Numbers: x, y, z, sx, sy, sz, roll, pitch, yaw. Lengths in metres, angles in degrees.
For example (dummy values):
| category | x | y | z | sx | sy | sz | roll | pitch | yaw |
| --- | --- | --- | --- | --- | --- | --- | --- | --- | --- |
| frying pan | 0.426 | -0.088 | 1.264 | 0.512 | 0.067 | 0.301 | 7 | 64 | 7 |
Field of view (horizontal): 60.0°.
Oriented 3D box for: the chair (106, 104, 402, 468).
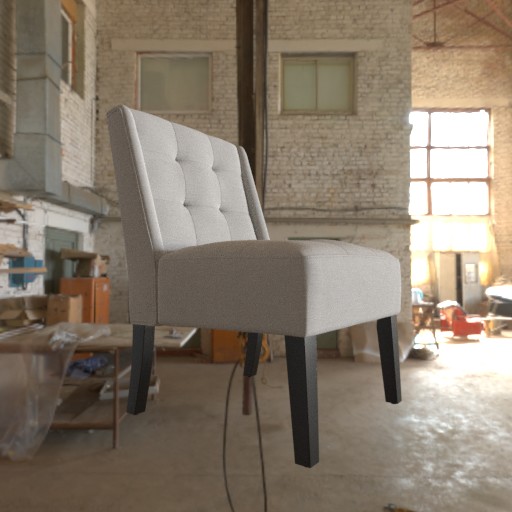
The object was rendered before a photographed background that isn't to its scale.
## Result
| category | x | y | z | sx | sy | sz | roll | pitch | yaw |
| --- | --- | --- | --- | --- | --- | --- | --- | --- | --- |
| chair | 0.000 | 0.000 | 1.274 | 0.676 | 0.853 | 0.569 | -1 | -2 | 36 |
